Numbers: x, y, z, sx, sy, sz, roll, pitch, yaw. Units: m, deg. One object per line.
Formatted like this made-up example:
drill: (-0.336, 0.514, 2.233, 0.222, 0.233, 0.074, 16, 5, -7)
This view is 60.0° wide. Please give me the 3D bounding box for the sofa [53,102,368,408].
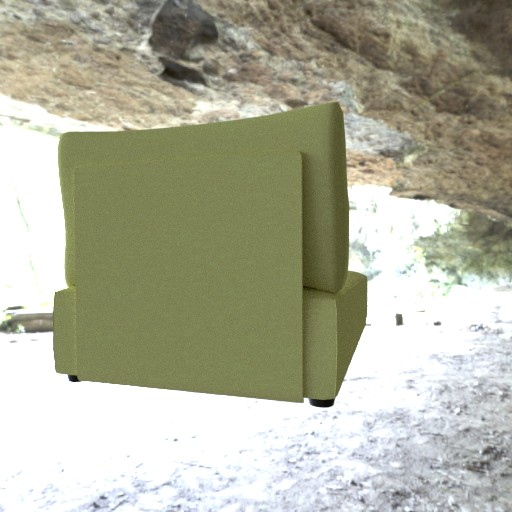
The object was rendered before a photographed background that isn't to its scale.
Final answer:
sofa: (0.000, 0.000, 1.963, 0.930, 0.820, 1.450, 0, 0, 17)
